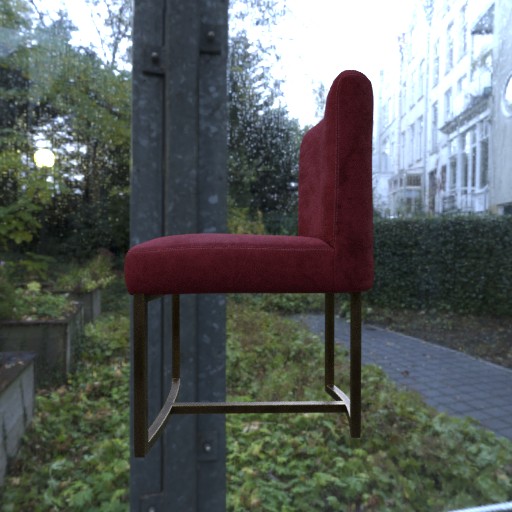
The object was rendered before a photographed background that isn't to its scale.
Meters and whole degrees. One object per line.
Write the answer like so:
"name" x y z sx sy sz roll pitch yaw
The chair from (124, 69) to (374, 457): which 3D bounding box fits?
"chair" 0.000 0.000 1.161 0.560 0.824 0.530 0 1 -1
